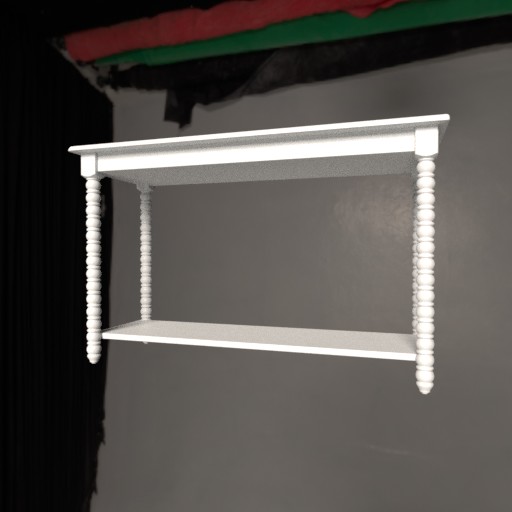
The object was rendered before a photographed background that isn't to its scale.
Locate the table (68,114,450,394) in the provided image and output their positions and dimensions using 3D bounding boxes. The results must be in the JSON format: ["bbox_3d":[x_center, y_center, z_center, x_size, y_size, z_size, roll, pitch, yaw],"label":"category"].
[{"bbox_3d":[0.000,0.000,1.528,1.184,0.740,0.459,0,1,18],"label":"table"}]
